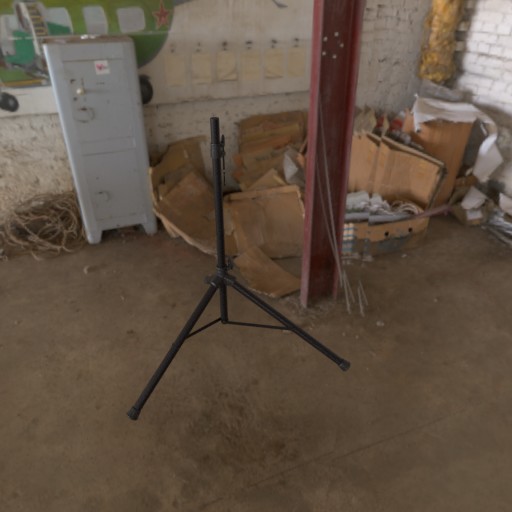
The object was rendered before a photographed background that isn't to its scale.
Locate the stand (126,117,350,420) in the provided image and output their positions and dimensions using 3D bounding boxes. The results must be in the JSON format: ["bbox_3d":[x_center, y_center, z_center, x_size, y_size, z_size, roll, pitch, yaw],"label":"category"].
[{"bbox_3d":[0.000,0.000,1.877,0.907,1.136,1.045,8,33,12],"label":"stand"}]
